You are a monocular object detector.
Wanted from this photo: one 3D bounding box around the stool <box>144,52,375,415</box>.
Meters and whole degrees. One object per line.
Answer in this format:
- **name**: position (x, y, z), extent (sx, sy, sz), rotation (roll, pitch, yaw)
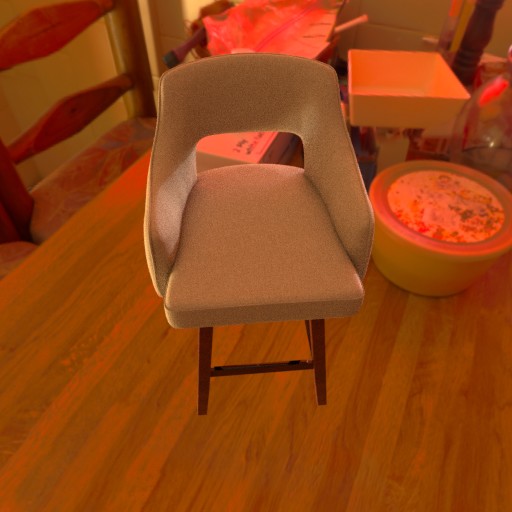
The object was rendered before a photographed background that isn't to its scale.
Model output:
- **stool**: position (0.000, 0.000, 1.280), extent (0.550, 0.936, 0.560), rotation (-4, 47, -3)
